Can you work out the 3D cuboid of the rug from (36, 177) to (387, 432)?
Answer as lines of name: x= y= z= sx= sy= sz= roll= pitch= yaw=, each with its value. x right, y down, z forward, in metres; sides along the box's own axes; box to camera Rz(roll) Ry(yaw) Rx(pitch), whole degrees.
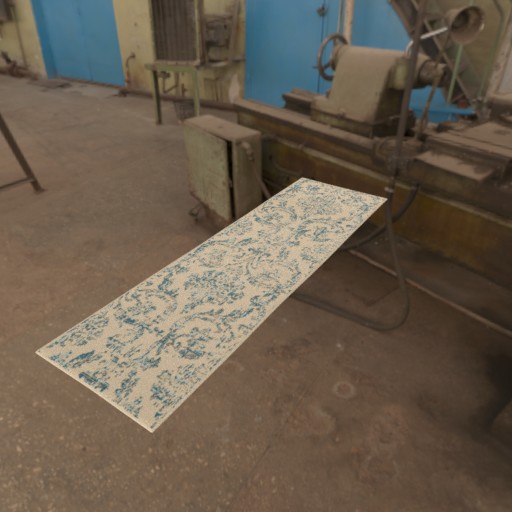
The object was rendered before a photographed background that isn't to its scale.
rug: x=0.000 y=0.000 z=2.395 sx=0.662 sy=0.011 sz=2.196 roll=20 pitch=38 yaw=28
